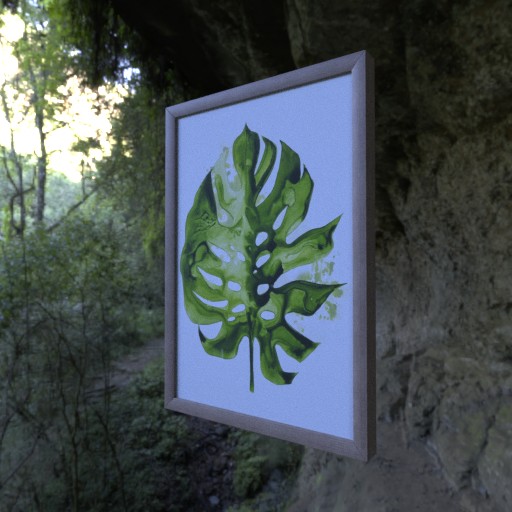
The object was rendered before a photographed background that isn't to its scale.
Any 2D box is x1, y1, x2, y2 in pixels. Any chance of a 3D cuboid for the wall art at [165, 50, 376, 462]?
[{"bbox_3d":[0.000,0.000,0.661,0.356,0.509,0.031,-1,-1,35],"label":"wall art"}]
